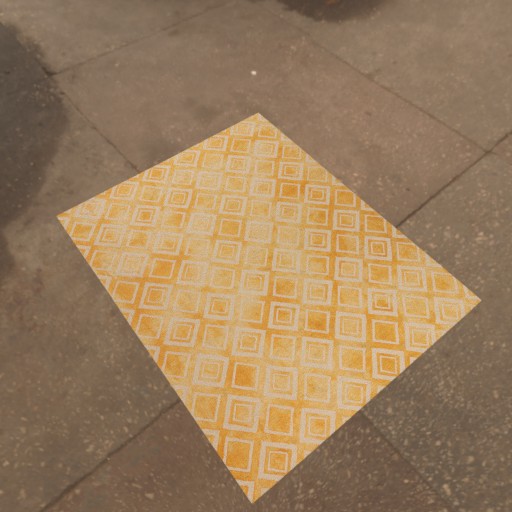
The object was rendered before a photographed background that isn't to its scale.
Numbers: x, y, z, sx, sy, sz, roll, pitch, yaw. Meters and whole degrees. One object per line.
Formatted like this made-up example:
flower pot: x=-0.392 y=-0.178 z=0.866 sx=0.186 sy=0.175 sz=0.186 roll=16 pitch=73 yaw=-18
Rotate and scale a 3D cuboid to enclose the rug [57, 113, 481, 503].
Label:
rug: x=0.000 y=0.000 z=3.957 sx=2.433 sy=0.011 sz=3.037 roll=-33 pitch=63 yaw=-20
